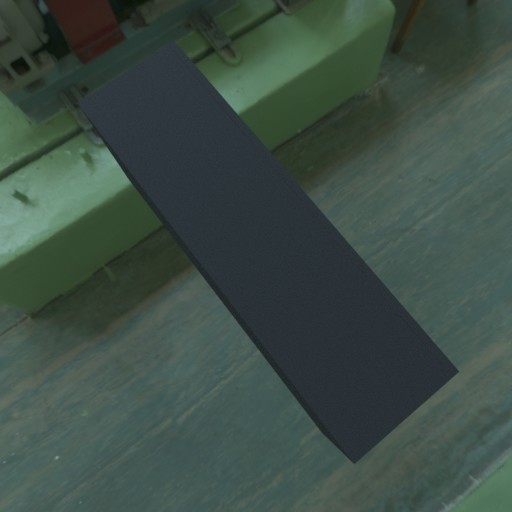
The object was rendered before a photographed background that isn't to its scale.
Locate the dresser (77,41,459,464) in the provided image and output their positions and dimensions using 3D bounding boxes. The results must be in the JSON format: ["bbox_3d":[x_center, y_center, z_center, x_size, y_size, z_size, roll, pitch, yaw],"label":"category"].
[{"bbox_3d":[0.000,0.000,1.941,0.463,0.872,1.558,-37,79,-9],"label":"dresser"}]
